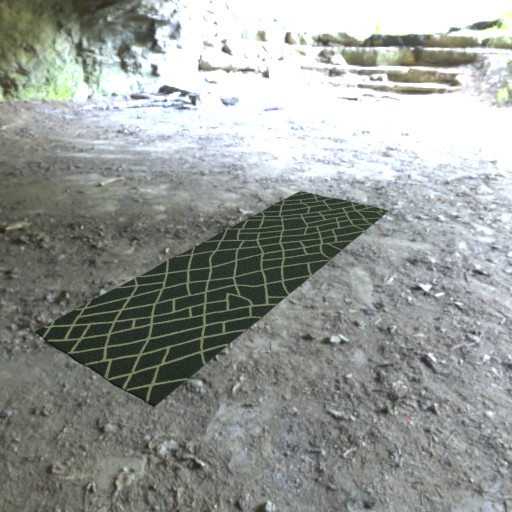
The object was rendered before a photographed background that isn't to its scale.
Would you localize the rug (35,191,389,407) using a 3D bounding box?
[{"bbox_3d":[0.000,0.000,2.743,0.807,0.010,2.476,18,32,31],"label":"rug"}]
